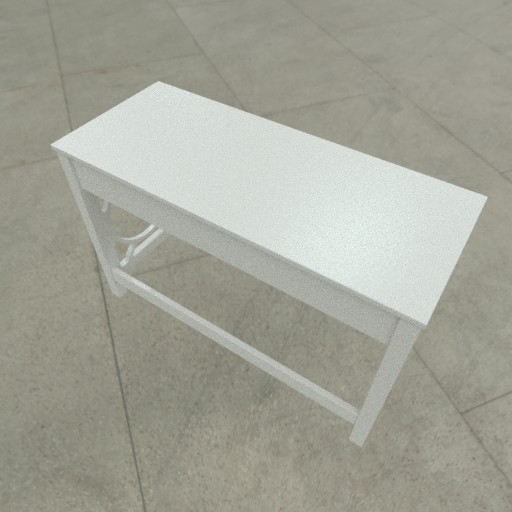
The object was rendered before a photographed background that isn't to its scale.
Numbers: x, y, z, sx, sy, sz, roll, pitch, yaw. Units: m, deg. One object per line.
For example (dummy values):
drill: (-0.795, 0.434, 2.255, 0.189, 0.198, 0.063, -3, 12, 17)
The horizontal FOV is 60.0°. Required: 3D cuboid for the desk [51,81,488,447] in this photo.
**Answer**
desk: (0.000, 0.000, 1.570, 1.191, 0.762, 0.504, 26, 53, 22)
